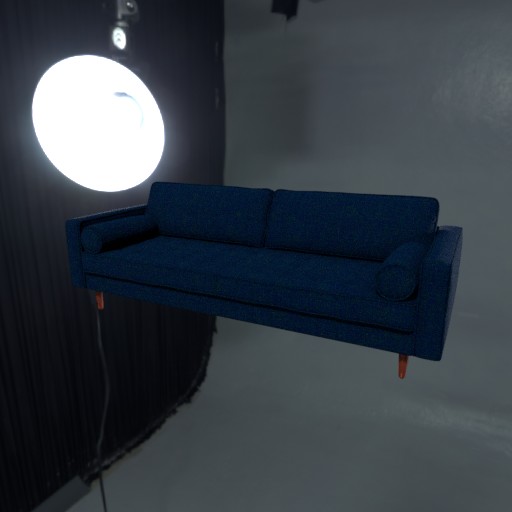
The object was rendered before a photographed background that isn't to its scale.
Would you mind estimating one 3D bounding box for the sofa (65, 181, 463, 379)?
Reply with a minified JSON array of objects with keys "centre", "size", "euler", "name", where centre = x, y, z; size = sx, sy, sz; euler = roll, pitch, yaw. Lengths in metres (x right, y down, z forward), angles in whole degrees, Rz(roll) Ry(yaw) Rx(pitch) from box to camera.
[{"centre":[0.000,0.000,2.664],"size":[2.210,0.762,0.914],"euler":[8,17,26],"name":"sofa"}]
